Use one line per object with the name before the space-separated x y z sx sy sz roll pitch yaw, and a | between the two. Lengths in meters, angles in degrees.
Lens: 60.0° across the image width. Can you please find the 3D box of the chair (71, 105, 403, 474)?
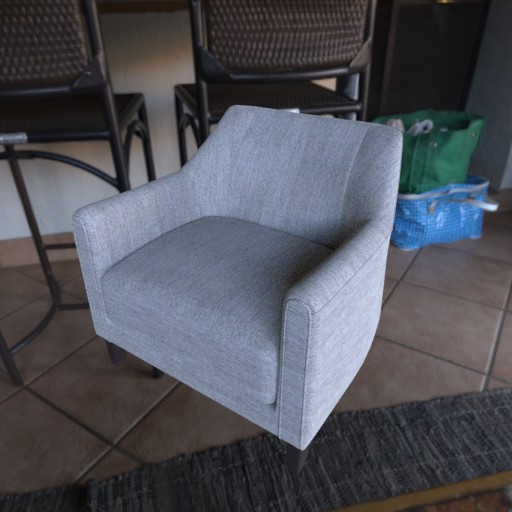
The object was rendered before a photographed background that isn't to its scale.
chair | 0.000 0.000 1.404 0.796 0.761 0.758 19 35 30
